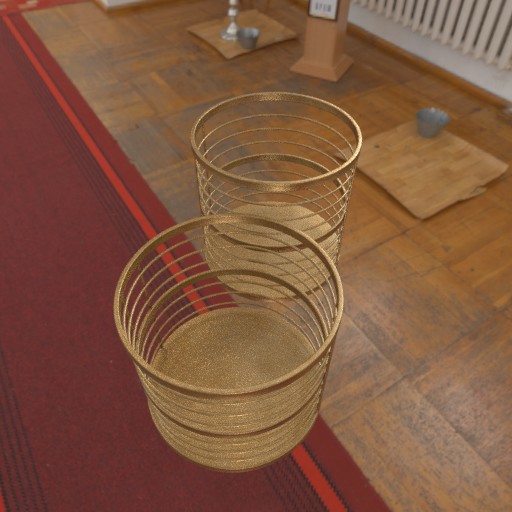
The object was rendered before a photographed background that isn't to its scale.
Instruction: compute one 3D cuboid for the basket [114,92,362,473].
[{"bbox_3d":[0.000,0.000,0.919,0.356,0.351,0.746,9,47,8],"label":"basket"}]
